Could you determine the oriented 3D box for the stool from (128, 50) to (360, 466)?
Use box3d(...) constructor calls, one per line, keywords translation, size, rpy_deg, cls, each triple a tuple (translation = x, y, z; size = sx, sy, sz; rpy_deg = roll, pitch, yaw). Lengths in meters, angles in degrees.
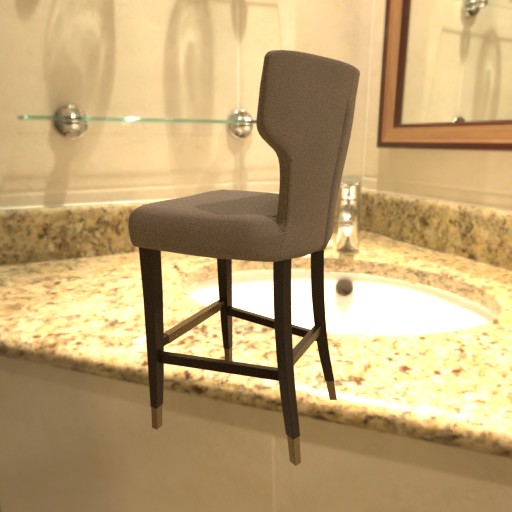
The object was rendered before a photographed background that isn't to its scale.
box3d(translation=(0.000, 0.000, 1.382), size=(0.563, 1.092, 0.526), rpy_deg=(7, 17, 26), cls="stool")
